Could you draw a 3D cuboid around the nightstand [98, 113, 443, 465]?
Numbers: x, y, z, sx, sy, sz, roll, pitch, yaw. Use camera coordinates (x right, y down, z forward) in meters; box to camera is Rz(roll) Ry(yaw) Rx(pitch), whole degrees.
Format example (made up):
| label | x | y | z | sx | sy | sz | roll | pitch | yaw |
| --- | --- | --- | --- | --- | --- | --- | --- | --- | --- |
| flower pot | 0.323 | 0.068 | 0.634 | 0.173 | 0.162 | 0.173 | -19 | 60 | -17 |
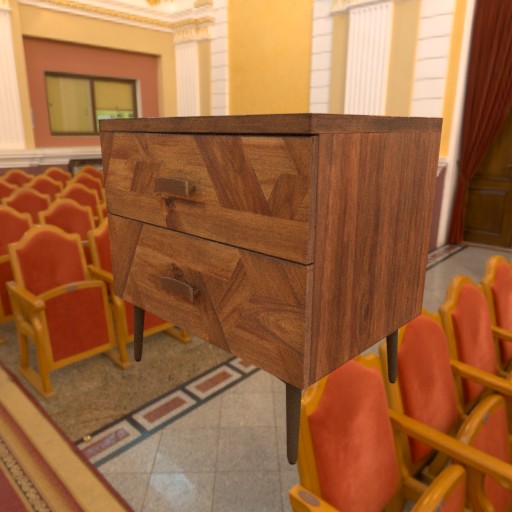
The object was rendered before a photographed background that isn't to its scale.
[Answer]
| label | x | y | z | sx | sy | sz | roll | pitch | yaw |
| --- | --- | --- | --- | --- | --- | --- | --- | --- | --- |
| nightstand | 0.000 | 0.000 | 1.028 | 0.610 | 0.610 | 0.458 | 15 | 22 | 42 |
